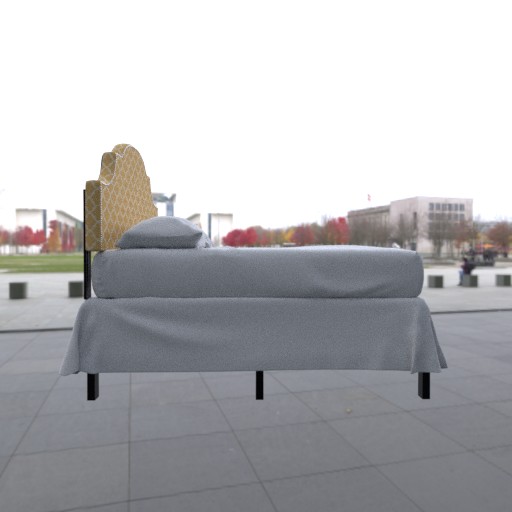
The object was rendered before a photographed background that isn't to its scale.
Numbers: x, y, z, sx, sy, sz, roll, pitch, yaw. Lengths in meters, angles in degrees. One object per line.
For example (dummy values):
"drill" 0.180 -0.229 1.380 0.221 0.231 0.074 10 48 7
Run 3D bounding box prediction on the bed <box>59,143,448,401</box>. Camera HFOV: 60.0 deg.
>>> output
"bed" 0.000 0.000 3.331 2.222 1.633 1.780 0 1 -1
